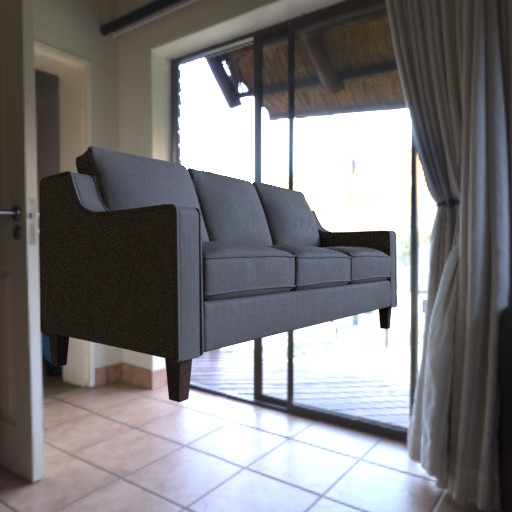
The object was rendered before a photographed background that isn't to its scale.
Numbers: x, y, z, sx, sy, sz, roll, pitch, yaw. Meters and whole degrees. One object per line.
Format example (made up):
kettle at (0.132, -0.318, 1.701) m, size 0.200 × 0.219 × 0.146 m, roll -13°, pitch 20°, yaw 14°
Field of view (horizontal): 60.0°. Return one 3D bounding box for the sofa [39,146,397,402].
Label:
sofa at (0.000, 0.000, 2.475) m, size 0.911 × 0.974 × 1.986 m, roll 0°, pitch 0°, yaw 38°
